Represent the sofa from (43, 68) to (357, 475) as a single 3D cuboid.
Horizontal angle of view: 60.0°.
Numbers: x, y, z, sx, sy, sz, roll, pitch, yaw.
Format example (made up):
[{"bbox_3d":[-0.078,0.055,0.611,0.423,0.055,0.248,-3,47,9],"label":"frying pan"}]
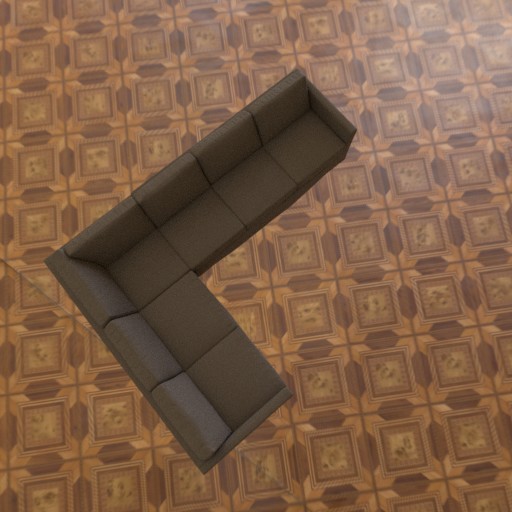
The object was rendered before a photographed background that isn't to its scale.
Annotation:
[{"bbox_3d":[0.000,0.000,4.384,3.182,0.871,2.432,-39,80,-8],"label":"sofa"}]
